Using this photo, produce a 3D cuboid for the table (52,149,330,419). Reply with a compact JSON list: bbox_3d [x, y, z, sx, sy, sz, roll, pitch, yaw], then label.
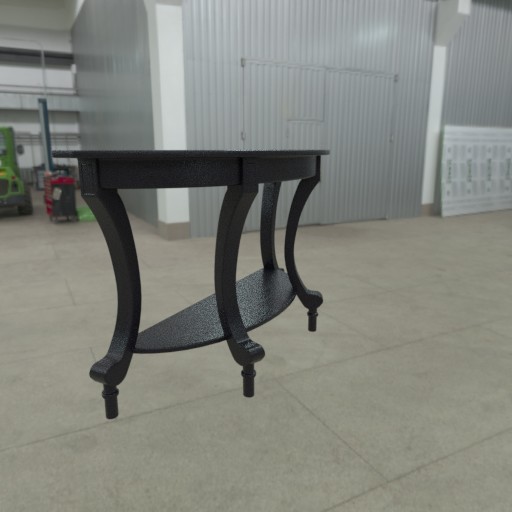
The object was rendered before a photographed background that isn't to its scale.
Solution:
[{"bbox_3d":[0.000,0.000,1.486,0.394,0.692,1.198,7,15,26],"label":"table"}]
